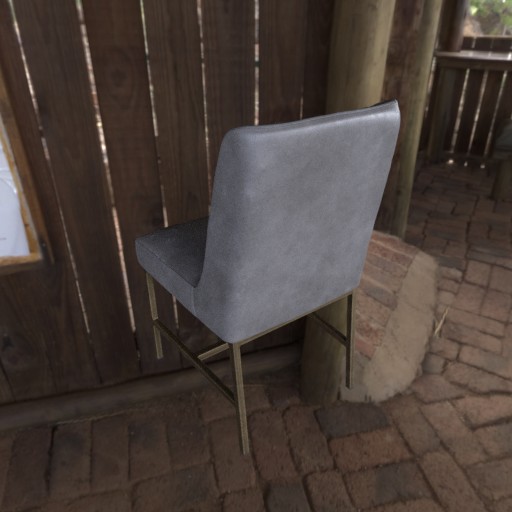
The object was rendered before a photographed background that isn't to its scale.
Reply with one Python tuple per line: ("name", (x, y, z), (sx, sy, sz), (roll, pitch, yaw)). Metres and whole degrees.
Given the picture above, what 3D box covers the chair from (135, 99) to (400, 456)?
("chair", (0.000, 0.000, 1.271), (0.508, 0.889, 0.587), (-19, 34, -31))
